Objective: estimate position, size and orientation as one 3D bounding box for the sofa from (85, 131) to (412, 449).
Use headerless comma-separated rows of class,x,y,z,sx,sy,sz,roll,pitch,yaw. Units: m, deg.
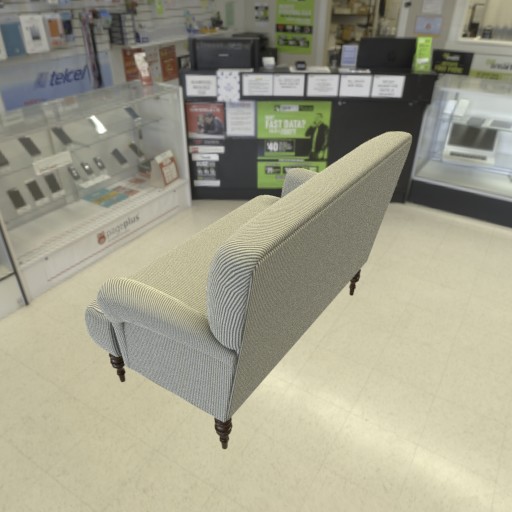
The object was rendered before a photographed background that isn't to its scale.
sofa,0.000,0.000,1.837,0.779,0.889,1.297,21,38,29
